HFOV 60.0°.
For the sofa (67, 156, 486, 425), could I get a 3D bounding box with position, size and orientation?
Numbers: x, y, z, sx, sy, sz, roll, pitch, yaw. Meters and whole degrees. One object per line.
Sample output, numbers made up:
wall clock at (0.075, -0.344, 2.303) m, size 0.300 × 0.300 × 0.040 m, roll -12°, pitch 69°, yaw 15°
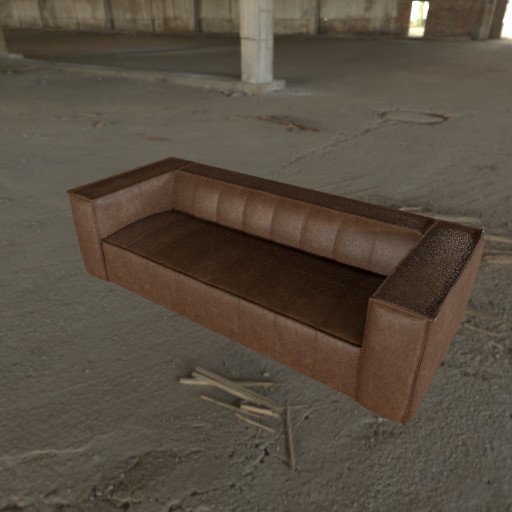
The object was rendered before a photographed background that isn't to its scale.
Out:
sofa at (0.000, 0.000, 2.989) m, size 2.581 × 0.701 × 1.102 m, roll 19°, pitch 34°, yaw 31°
